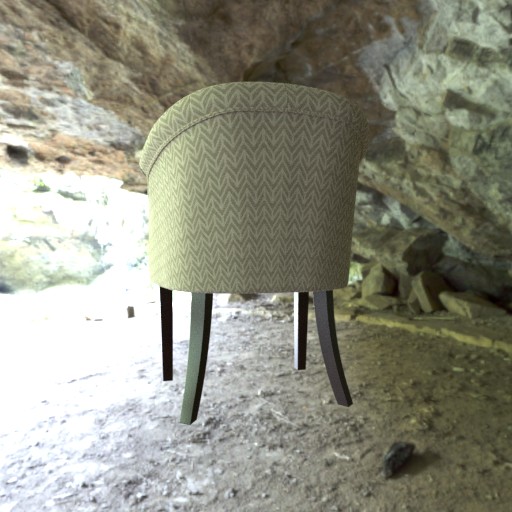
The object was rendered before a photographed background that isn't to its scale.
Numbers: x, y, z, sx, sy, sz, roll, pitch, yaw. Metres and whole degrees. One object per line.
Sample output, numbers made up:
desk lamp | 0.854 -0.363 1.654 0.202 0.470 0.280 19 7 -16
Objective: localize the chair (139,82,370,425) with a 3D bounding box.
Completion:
chair | 0.000 0.000 1.354 0.686 0.858 0.613 0 1 -16
